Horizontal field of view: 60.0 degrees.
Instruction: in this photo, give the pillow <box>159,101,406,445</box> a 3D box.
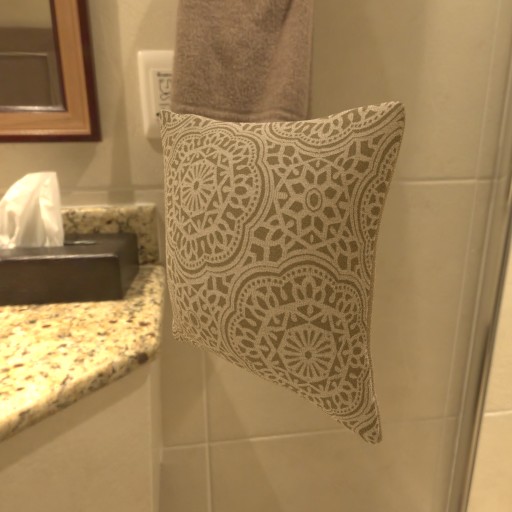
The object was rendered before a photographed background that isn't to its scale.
[{"bbox_3d":[0.000,0.000,0.653,0.438,0.421,0.167,15,22,42],"label":"pillow"}]
